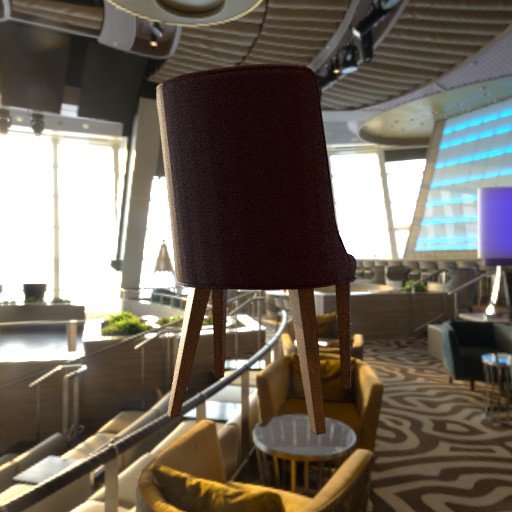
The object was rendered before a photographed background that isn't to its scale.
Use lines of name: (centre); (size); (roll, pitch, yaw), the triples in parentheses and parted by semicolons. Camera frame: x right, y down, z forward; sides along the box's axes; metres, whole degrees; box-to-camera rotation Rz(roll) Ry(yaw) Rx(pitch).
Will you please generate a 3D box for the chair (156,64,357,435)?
chair: (0.000, 0.000, 1.336); (0.548, 0.916, 0.638); (0, -1, 17)
